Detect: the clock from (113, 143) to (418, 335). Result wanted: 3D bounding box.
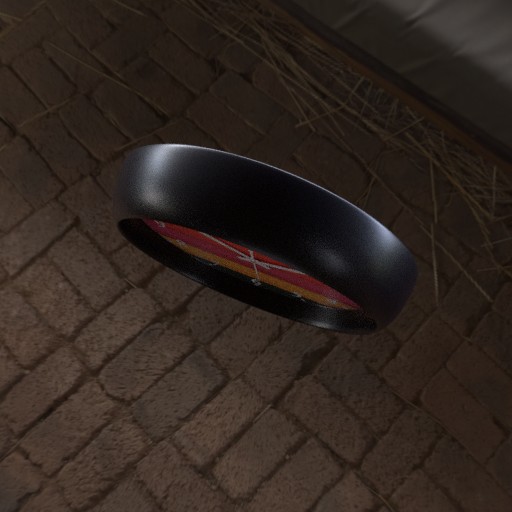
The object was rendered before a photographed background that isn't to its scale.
[{"bbox_3d":[0.000,0.000,0.439,0.300,0.300,0.060,21,76,5],"label":"clock"}]
